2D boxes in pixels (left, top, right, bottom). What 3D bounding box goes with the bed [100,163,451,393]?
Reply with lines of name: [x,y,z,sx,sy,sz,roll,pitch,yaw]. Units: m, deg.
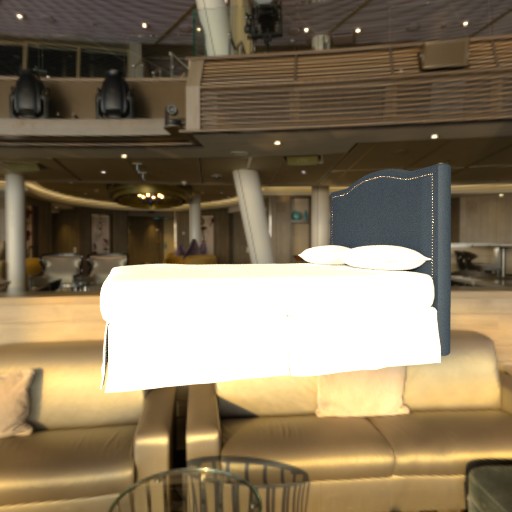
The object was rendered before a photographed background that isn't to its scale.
bed: [0.000,0.000,3.521,2.282,1.436,1.821,0,1,-16]
